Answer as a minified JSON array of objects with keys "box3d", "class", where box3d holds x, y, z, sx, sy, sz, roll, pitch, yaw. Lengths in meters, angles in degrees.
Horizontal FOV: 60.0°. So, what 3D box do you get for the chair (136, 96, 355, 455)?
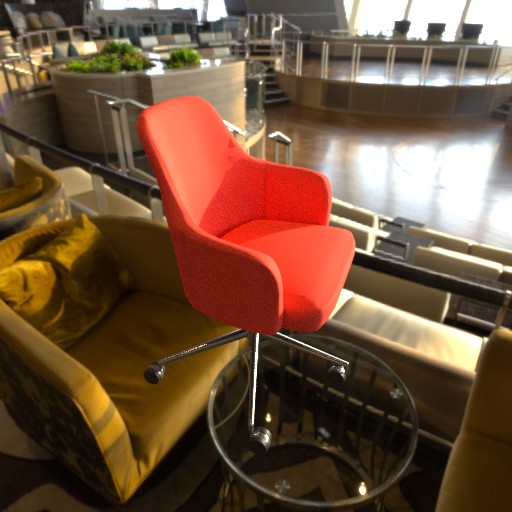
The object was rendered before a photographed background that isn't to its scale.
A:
[{"box3d":[0.000,0.000,1.280,0.600,0.820,0.655,11,32,18],"class":"chair"}]
